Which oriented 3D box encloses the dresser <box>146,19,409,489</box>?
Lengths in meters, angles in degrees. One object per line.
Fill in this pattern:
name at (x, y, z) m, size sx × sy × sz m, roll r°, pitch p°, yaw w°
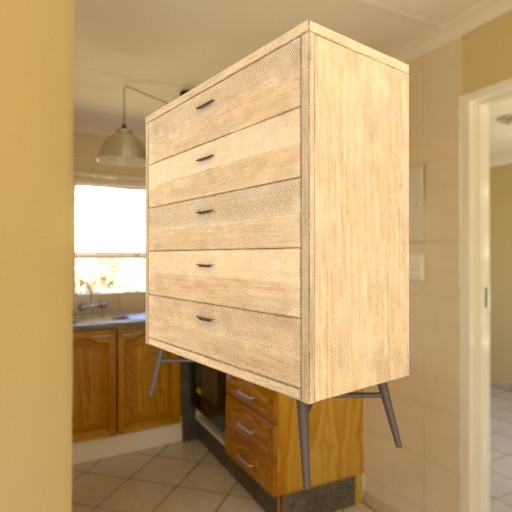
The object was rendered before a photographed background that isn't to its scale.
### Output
dresser at (0.000, 0.000, 1.676) m, size 0.457 × 1.219 × 1.016 m, roll 0°, pitch 0°, yaw -38°
